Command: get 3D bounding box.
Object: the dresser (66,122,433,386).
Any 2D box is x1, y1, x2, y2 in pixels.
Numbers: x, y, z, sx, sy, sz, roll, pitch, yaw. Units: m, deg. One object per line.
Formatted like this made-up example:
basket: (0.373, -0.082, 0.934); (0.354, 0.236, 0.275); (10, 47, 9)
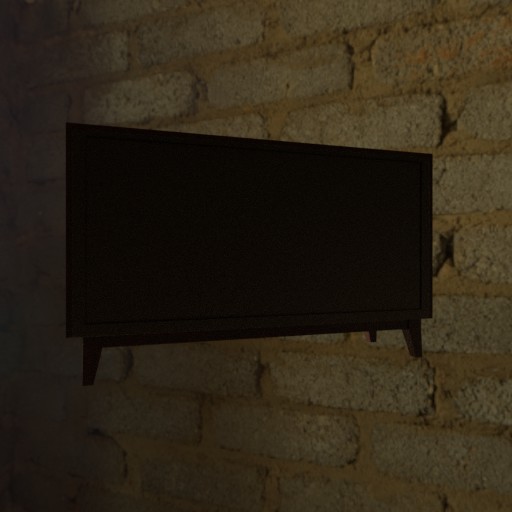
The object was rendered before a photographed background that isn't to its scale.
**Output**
dresser: (0.000, 0.000, 2.088); (1.609, 0.971, 0.499); (0, 0, -18)
